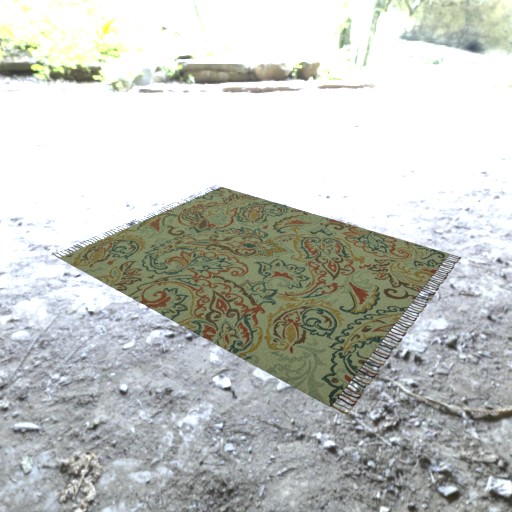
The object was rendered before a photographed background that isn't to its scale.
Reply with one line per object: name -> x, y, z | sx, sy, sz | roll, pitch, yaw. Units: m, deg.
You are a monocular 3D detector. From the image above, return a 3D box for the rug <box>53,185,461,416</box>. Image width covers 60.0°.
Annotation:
rug -> 0.000, 0.000, 4.423 | 3.274, 0.015, 2.439 | 21, 36, 32
